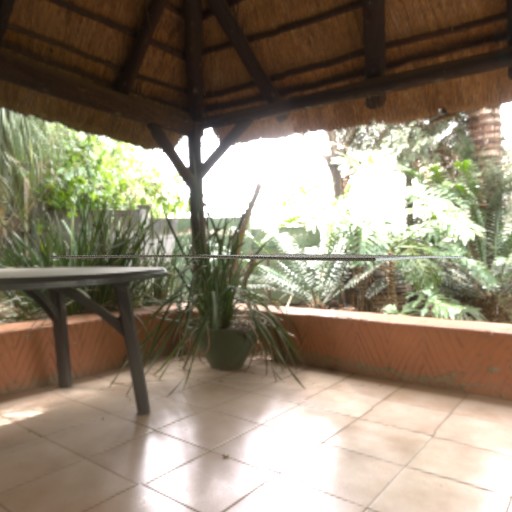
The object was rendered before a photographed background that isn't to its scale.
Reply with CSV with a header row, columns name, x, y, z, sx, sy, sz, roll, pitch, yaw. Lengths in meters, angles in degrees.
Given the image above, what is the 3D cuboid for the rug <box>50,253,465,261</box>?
name,x,y,z,sx,sy,sz,roll,pitch,yaw
rug,0.000,0.000,2.983,2.306,0.030,1.613,0,0,37
